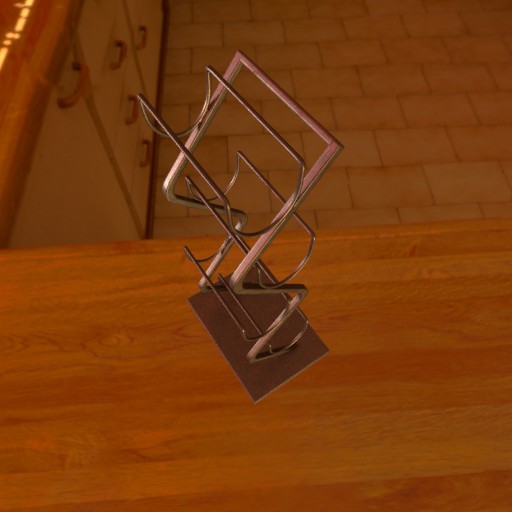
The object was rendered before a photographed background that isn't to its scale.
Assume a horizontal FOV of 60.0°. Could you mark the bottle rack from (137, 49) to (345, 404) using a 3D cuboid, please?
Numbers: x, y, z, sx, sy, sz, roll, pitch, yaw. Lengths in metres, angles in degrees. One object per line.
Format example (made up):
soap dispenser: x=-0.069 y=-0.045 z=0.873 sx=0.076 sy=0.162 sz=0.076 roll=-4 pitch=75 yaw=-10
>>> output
bottle rack: x=0.000 y=0.000 z=0.669 sx=0.178 sy=0.559 sz=0.254 roll=-30 pitch=63 yaw=-17
